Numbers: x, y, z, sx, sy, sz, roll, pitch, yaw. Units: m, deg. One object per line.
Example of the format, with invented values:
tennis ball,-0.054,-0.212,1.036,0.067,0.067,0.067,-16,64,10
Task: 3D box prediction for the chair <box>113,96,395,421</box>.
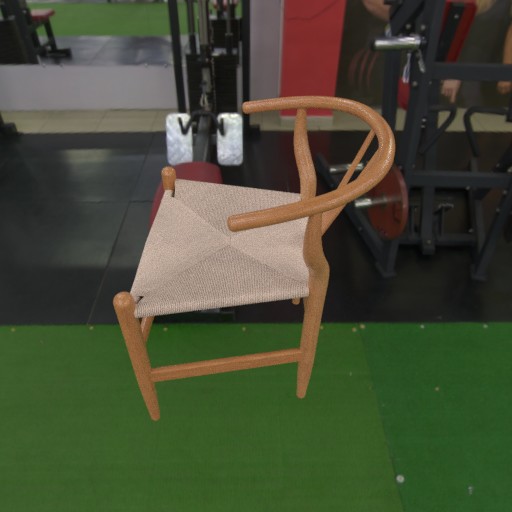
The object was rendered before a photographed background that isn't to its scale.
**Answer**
chair,0.000,0.000,1.178,0.579,0.730,0.569,1,41,1
